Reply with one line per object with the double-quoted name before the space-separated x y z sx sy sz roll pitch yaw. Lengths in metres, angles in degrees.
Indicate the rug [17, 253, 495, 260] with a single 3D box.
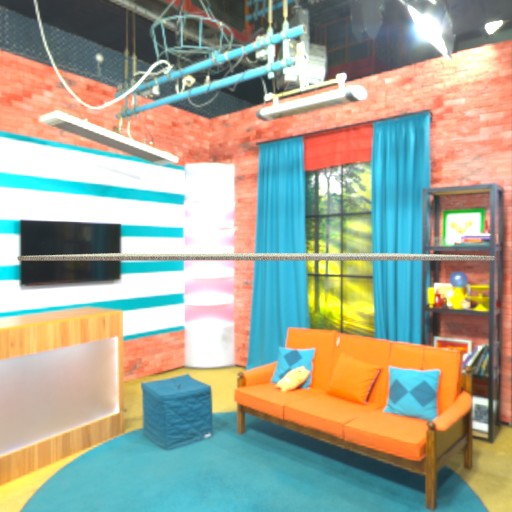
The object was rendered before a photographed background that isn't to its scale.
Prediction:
"rug" 0.000 0.000 3.402 2.699 0.025 1.800 0 1 0
